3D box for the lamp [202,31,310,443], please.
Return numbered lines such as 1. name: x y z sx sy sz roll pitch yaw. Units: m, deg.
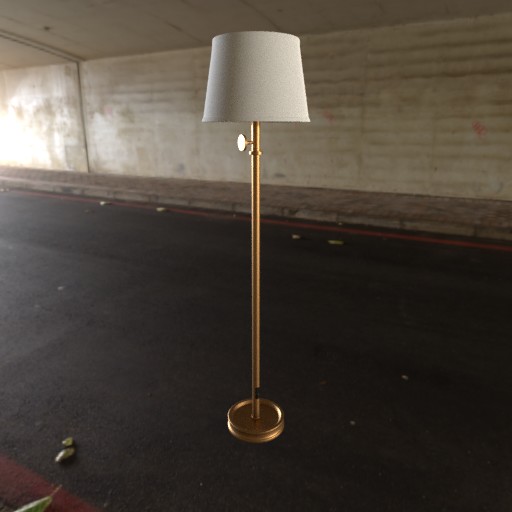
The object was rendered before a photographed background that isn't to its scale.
1. lamp: 0.000 0.000 0.800 0.178 0.710 0.178 0 16 0
